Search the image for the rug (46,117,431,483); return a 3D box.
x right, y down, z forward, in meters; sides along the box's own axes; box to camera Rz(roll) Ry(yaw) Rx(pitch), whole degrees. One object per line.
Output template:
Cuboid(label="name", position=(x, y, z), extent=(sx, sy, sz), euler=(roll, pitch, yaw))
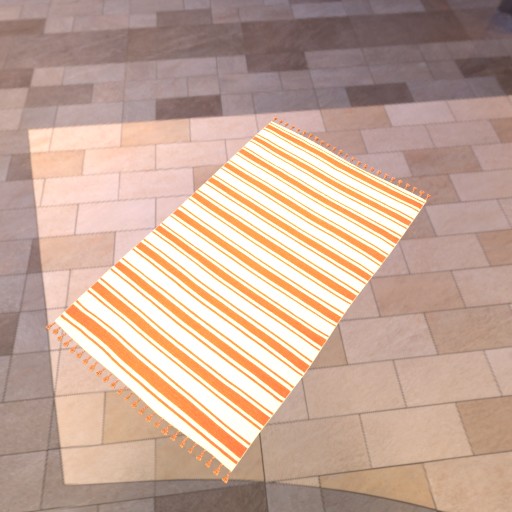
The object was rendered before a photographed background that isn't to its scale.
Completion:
Cuboid(label="rug", position=(0.000, 0.000, 2.588), extent=(1.232, 0.017, 2.092), euler=(33, 63, 19))
